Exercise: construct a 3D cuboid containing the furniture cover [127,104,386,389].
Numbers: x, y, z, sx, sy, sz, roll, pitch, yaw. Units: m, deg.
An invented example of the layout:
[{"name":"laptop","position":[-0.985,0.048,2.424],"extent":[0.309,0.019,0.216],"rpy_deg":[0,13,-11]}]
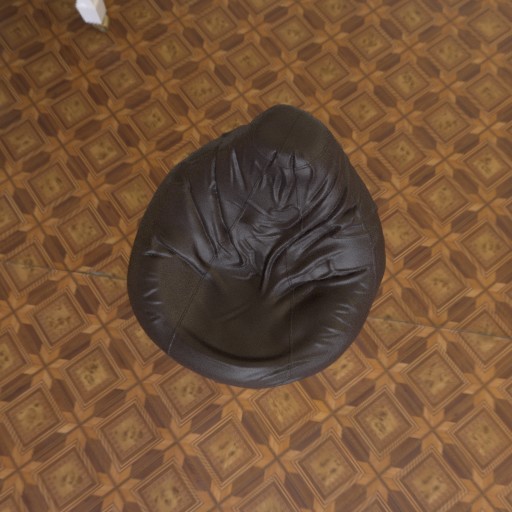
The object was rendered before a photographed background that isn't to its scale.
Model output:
[{"name":"furniture cover","position":[0.000,0.000,1.838],"extent":[1.070,0.990,1.070],"rpy_deg":[21,76,6]}]
